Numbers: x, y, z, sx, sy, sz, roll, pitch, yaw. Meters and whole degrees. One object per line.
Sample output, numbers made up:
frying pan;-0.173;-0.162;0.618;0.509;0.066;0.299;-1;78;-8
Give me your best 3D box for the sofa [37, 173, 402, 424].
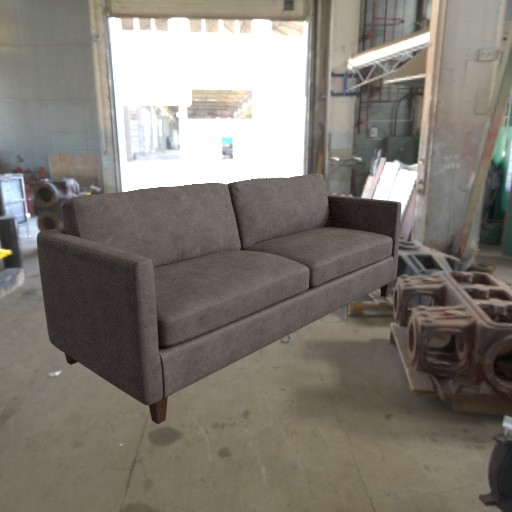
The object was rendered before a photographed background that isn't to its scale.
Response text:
sofa;0.000;0.000;2.934;0.951;0.965;2.434;13;19;40
